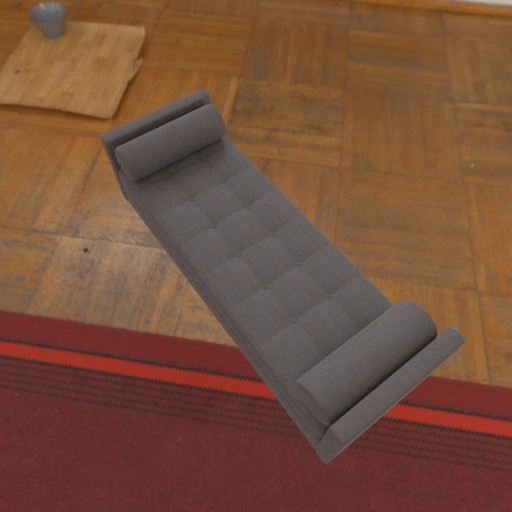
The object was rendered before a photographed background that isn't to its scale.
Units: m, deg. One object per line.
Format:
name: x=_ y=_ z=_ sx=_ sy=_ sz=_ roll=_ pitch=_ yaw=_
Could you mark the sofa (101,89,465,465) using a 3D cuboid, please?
sofa: x=0.000 y=0.000 z=2.372 sx=0.686 sy=0.635 sz=1.981 roll=-32 pitch=63 yaw=-18
